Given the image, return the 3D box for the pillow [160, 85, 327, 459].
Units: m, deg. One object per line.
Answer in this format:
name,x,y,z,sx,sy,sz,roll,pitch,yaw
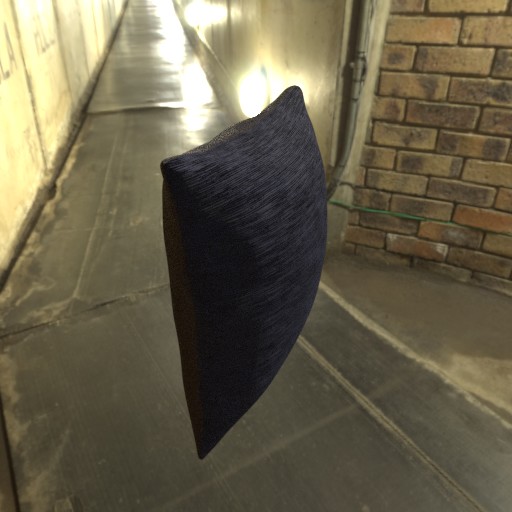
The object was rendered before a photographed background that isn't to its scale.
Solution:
pillow,0.000,0.000,0.687,0.204,0.439,0.452,11,32,17
